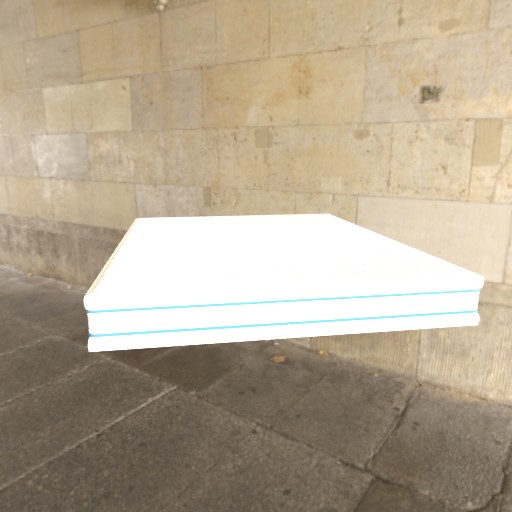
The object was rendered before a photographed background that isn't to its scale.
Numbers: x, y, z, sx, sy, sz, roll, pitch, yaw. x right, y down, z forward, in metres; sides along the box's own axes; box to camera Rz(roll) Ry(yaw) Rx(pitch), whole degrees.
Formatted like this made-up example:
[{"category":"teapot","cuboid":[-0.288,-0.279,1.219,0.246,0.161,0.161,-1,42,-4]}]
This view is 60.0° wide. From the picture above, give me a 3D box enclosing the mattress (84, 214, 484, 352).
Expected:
[{"category":"mattress","cuboid":[0.000,0.000,2.702,1.600,0.230,2.000,-2,13,-9]}]
